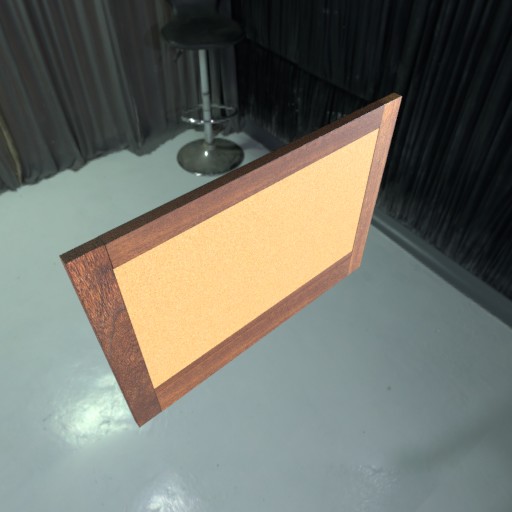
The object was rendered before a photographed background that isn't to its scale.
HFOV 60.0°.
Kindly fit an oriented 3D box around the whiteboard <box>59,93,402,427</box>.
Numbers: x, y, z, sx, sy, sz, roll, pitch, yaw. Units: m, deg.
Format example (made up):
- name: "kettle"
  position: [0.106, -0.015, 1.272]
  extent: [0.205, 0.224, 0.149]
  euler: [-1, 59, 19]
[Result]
- name: "whiteboard"
  position: [0.000, 0.000, 1.028]
  extent: [0.783, 0.559, 0.083]
  euler: [-32, 54, -27]
